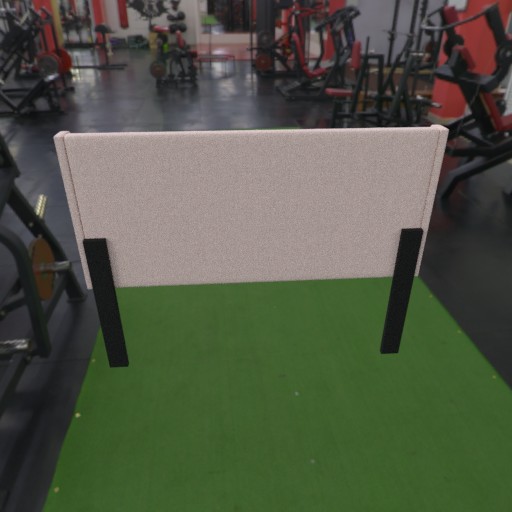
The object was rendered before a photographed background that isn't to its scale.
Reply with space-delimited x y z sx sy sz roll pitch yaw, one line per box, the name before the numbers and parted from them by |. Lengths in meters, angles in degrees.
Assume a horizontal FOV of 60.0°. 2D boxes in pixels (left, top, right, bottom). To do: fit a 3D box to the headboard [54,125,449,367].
headboard | 0.000 0.000 2.710 2.051 1.524 0.184 -2 30 -4
